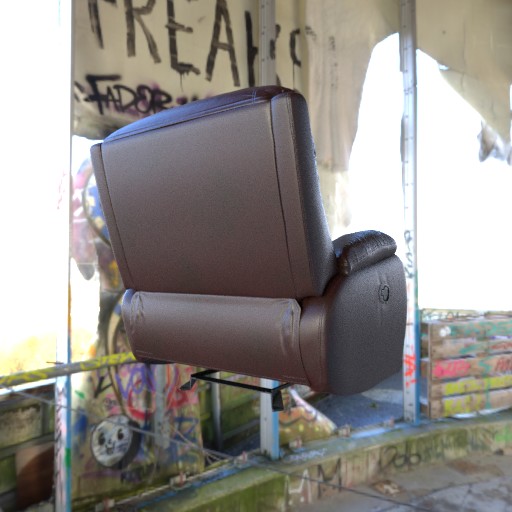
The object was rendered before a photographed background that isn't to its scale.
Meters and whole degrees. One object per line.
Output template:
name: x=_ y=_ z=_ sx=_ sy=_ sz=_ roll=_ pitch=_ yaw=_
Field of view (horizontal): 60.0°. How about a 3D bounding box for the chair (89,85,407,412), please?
chair: x=0.000 y=0.000 z=1.713 sx=0.930 sy=1.011 sz=0.899 roll=-1 pitch=-2 yaw=35
